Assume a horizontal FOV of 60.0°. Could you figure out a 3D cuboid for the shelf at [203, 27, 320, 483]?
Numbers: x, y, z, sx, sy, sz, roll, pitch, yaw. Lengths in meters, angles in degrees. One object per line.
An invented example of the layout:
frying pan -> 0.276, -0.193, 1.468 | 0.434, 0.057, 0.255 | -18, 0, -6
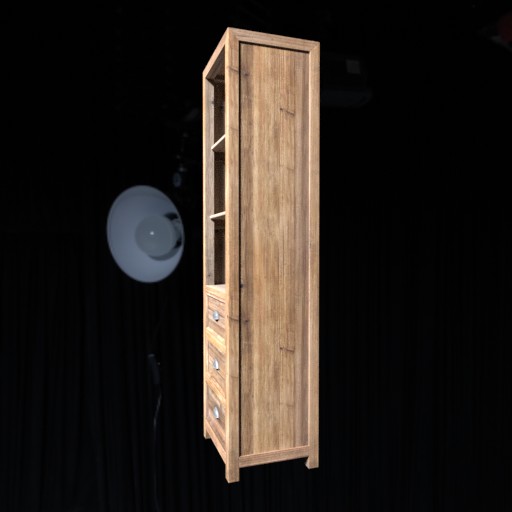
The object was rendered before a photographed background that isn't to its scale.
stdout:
shelf -> 0.000, 0.000, 2.150 | 0.428, 1.900, 0.500 | 0, 1, -19
